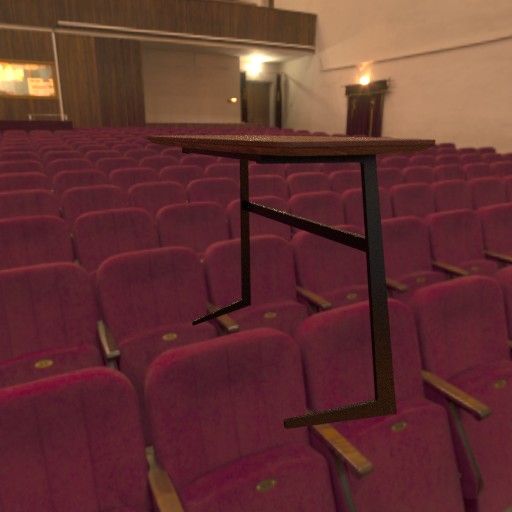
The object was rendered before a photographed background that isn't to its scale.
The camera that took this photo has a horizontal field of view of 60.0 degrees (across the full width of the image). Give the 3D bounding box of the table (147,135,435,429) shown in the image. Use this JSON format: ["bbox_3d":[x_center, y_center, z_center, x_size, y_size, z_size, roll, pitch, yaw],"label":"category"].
[{"bbox_3d":[0.000,0.000,1.112,0.361,0.576,0.804,-8,18,-26],"label":"table"}]
